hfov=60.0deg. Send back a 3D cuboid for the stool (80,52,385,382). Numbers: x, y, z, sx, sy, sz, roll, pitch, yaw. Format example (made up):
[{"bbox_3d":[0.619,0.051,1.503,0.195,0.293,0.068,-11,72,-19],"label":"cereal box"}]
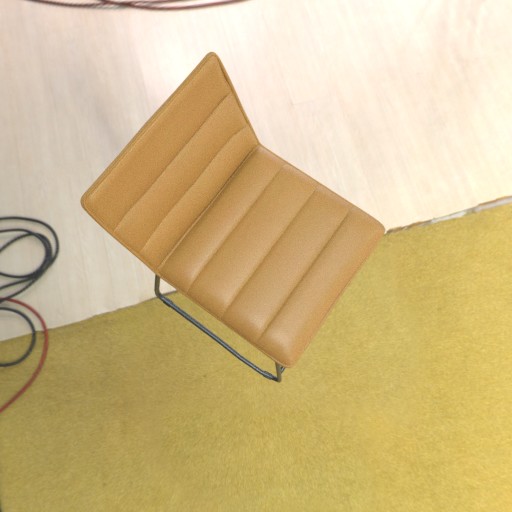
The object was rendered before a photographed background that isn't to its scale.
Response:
[{"bbox_3d":[0.000,0.000,1.178,0.524,0.866,0.489,35,78,8],"label":"stool"}]
